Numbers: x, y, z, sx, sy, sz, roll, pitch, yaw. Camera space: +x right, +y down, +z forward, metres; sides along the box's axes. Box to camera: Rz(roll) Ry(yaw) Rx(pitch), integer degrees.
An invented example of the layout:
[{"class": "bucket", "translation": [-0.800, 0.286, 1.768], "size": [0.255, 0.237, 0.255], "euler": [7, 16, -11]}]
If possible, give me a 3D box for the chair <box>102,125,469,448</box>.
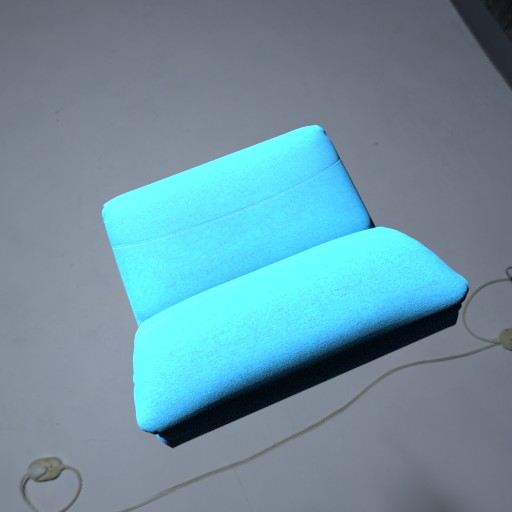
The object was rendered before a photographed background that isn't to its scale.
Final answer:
[{"class": "chair", "translation": [0.000, 0.000, 1.308], "size": [0.820, 0.580, 0.780], "euler": [-22, 76, -6]}]
